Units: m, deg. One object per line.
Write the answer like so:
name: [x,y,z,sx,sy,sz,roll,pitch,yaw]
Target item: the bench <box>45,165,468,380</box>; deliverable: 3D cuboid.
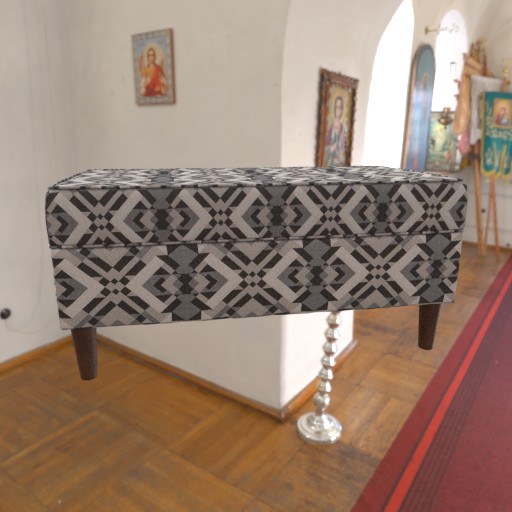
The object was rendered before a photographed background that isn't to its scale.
bench: [0.000,0.000,1.298,1.016,0.477,0.492,-3,16,-10]
